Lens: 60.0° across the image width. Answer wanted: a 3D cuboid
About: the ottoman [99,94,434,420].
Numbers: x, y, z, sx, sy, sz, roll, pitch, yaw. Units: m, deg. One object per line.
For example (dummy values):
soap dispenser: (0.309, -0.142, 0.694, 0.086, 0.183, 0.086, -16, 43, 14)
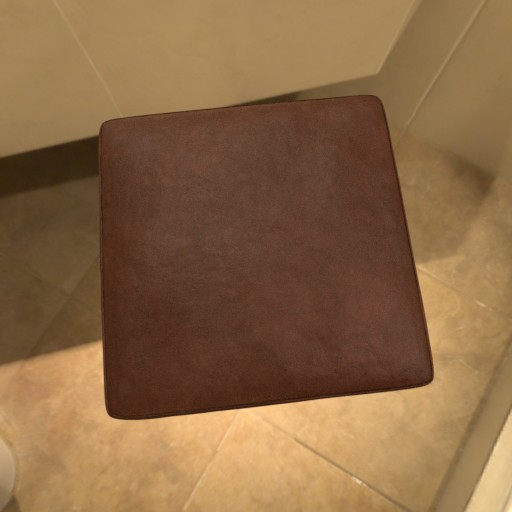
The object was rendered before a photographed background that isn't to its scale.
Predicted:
ottoman: (0.000, 0.000, 1.321, 0.844, 0.415, 0.836, -6, 77, -1)
